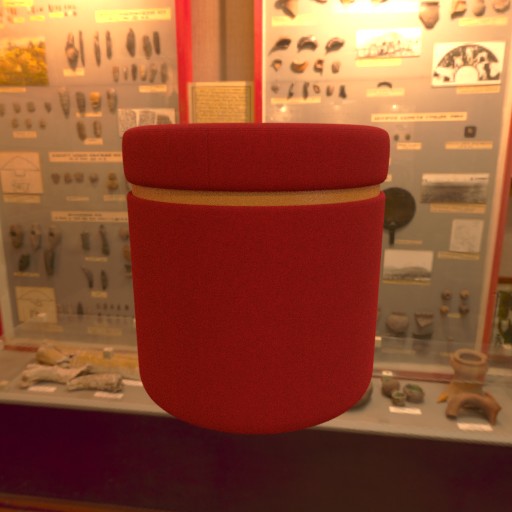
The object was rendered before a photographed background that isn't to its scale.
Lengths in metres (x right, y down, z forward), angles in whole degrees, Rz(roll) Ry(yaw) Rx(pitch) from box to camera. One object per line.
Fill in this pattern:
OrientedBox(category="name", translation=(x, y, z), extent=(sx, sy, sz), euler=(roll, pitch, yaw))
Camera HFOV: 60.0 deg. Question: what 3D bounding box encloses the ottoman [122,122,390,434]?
OrientedBox(category="ottoman", translation=(0.000, 0.000, 0.730), extent=(0.400, 0.406, 0.400), euler=(0, 14, 0))
